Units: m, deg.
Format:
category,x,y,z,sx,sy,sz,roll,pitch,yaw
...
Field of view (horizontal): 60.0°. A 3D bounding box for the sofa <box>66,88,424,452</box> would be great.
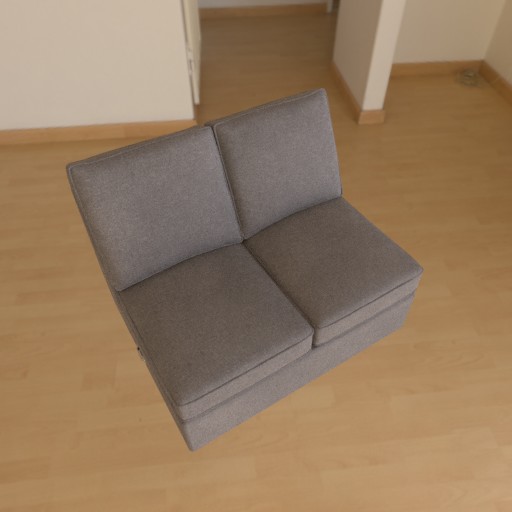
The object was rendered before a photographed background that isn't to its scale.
category,x,y,z,sx,sy,sz,roll,pitch,yaw
sofa,0.000,0.000,2.006,1.237,1.008,0.951,-24,51,-21
